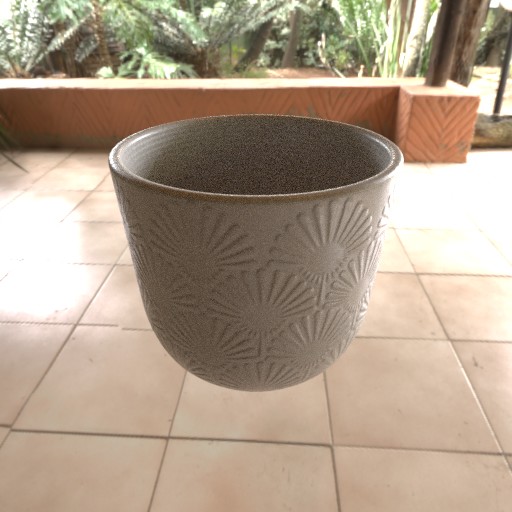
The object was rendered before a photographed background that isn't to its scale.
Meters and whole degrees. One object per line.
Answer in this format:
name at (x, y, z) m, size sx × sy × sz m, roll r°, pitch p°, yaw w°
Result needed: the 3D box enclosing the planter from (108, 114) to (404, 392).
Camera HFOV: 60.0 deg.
planter at (0.000, 0.000, 0.301) m, size 0.170 × 0.152 × 0.170 m, roll 0°, pitch 30°, yaw 0°
